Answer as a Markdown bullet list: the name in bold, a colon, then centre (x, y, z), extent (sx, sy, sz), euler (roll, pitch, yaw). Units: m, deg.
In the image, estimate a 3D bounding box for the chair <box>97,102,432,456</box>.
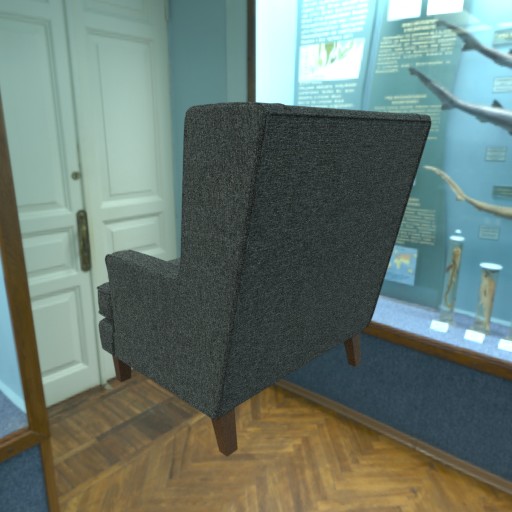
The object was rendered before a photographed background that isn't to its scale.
- **chair**: centre (0.000, 0.000, 1.755), extent (0.927, 1.082, 0.942), euler (14, 21, 41)
